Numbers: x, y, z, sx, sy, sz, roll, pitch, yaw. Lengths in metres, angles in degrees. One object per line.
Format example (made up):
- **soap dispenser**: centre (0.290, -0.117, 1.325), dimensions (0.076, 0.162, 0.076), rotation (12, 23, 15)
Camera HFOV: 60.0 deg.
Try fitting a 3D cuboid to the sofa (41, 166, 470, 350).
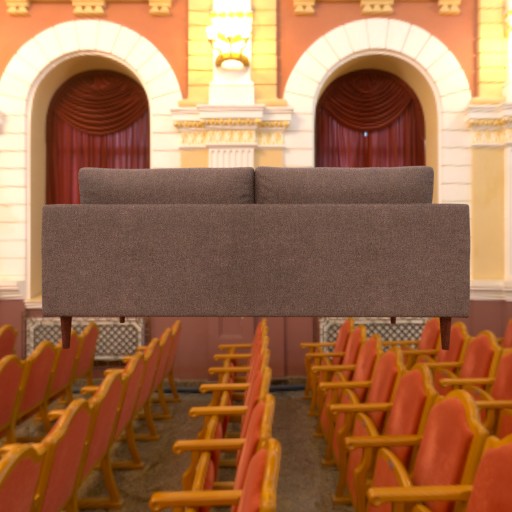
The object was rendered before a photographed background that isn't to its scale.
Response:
- **sofa**: centre (0.000, 0.000, 2.485), dimensions (1.948, 0.868, 1.020), rotation (0, 0, 1)
